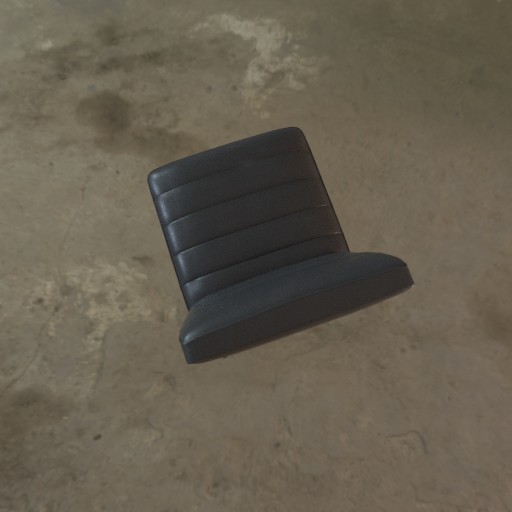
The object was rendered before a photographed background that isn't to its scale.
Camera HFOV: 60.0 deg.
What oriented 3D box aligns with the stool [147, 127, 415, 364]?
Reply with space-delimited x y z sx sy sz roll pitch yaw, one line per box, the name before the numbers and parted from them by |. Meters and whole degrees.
stool | 0.000 0.000 1.348 0.457 1.040 0.552 -19 77 -5
